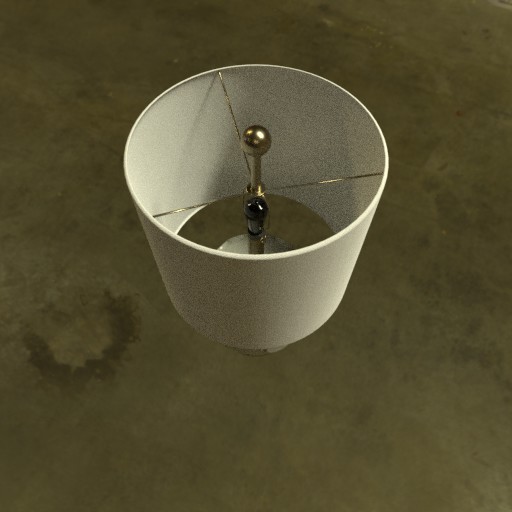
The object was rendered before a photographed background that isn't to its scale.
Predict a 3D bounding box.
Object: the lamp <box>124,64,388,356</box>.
[{"bbox_3d":[0.000,0.000,0.603,0.254,0.452,0.254,0,59,0],"label":"lamp"}]
